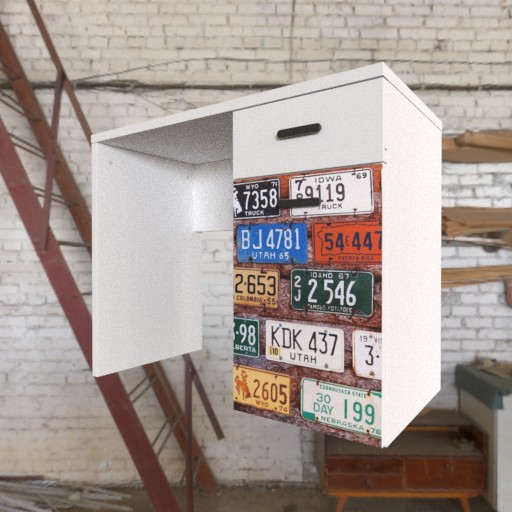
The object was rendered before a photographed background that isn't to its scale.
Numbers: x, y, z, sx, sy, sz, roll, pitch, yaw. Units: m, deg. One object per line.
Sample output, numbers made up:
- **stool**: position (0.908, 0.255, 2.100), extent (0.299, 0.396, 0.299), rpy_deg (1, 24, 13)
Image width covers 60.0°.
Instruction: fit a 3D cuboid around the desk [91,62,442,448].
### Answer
- **desk**: position (0.000, 0.000, 1.270), extent (0.898, 0.730, 0.482), rpy_deg (0, 1, 35)
